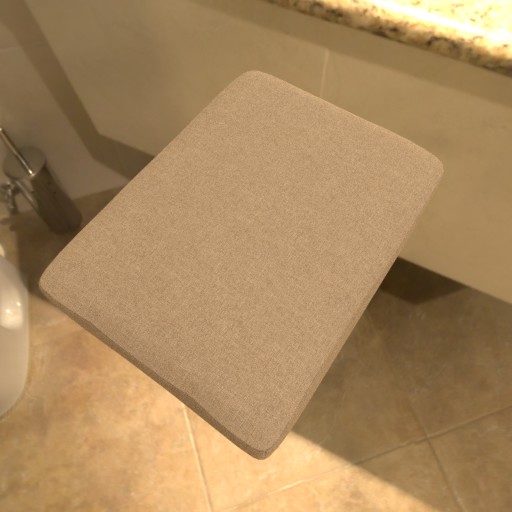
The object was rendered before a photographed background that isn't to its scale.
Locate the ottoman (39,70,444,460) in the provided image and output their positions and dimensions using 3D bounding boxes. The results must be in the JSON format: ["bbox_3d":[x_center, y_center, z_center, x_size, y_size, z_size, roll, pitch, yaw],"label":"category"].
[{"bbox_3d":[0.000,0.000,1.286,0.677,0.519,0.898,31,67,15],"label":"ottoman"}]
